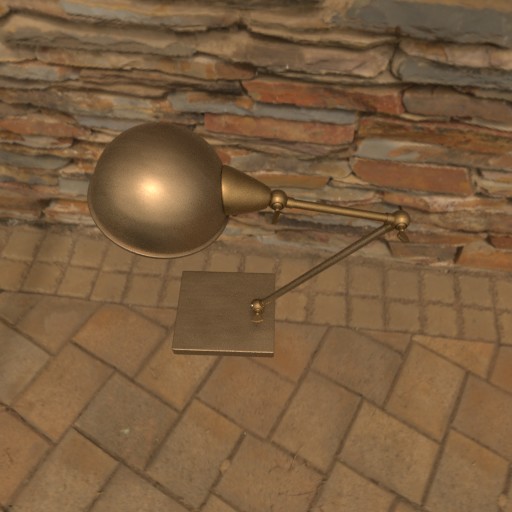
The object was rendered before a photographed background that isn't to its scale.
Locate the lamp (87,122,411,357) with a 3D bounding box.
[{"bbox_3d":[0.000,0.000,0.556,0.339,0.371,0.149,2,58,1],"label":"lamp"}]
